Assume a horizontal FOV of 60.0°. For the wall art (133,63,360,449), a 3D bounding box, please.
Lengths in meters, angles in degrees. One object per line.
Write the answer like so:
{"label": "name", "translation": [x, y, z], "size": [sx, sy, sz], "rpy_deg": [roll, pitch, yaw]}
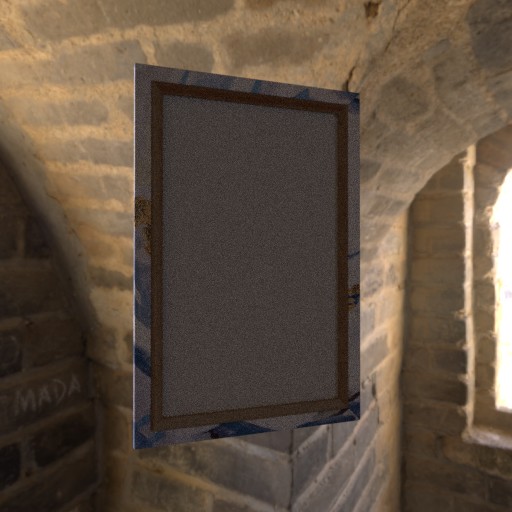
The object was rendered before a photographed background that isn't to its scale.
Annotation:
{"label": "wall art", "translation": [0.000, 0.000, 1.147], "size": [0.610, 0.914, 0.016], "rpy_deg": [0, 0, -18]}
